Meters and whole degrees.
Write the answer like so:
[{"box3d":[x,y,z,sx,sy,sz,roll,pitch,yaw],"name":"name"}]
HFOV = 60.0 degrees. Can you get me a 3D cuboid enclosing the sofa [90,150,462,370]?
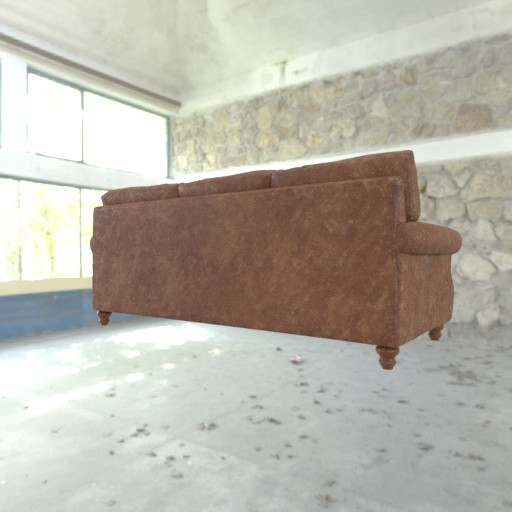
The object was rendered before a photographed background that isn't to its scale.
[{"box3d":[0.000,0.000,2.858,2.351,0.977,0.973,0,0,36],"name":"sofa"}]
